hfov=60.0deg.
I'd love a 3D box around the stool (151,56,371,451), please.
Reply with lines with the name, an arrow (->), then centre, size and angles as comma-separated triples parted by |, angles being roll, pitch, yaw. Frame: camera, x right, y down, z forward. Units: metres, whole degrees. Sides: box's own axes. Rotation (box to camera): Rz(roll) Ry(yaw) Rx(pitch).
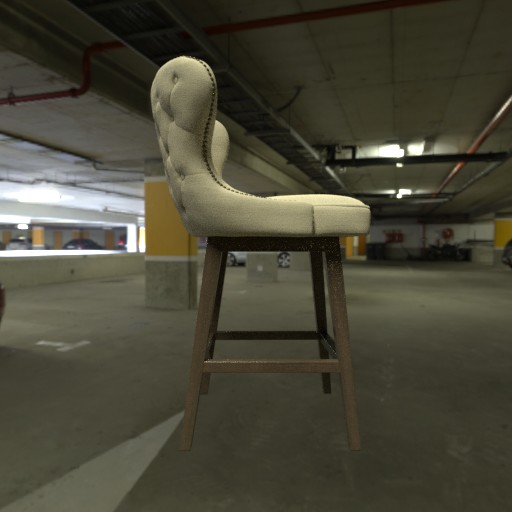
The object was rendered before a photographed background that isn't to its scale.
stool -> 0.000, 0.000, 1.328 | 0.597, 0.972, 0.615 | 0, 2, 0
